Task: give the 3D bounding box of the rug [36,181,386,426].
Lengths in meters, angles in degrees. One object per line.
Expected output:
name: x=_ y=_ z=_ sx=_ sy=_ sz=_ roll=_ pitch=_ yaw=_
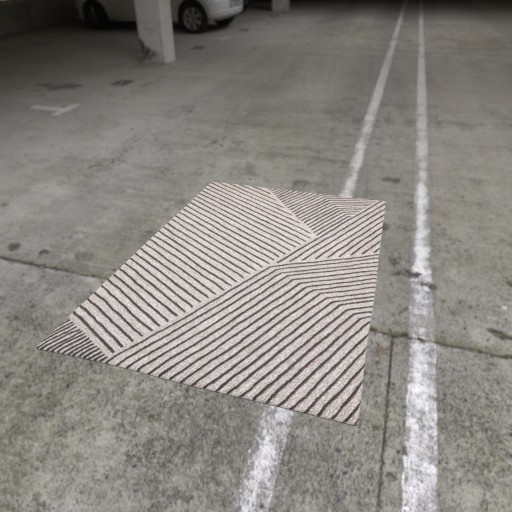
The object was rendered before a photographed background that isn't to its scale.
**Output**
rug: x=0.000 y=0.000 z=2.318 sx=1.237 sy=0.019 sz=1.842 roll=9 pitch=32 yaw=14
